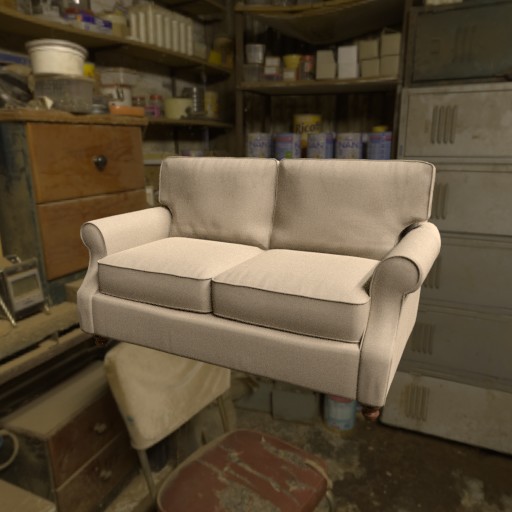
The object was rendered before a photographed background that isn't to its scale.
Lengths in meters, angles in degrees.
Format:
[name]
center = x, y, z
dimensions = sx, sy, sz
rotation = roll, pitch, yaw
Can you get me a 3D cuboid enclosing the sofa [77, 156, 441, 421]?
[sofa]
center = 0.000, 0.000, 2.205
dimensions = 1.665, 0.937, 0.964
rotation = 7, 16, 26
